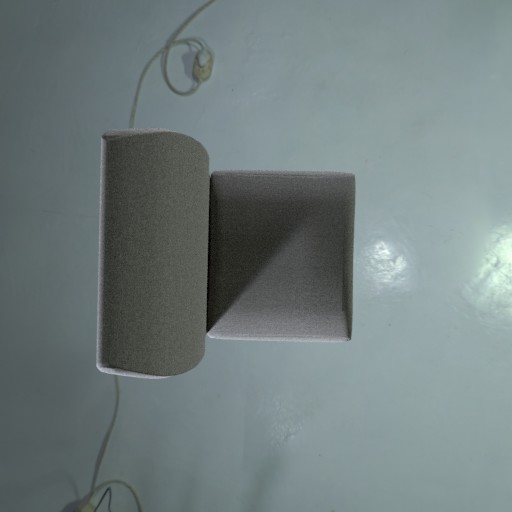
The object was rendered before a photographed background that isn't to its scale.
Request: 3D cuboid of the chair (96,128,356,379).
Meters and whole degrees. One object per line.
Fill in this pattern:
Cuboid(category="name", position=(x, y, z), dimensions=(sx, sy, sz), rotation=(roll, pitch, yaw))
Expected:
Cuboid(category="chair", position=(0.000, 0.000, 1.205), dimensions=(0.592, 0.804, 0.513), rotation=(0, 90, -1))
